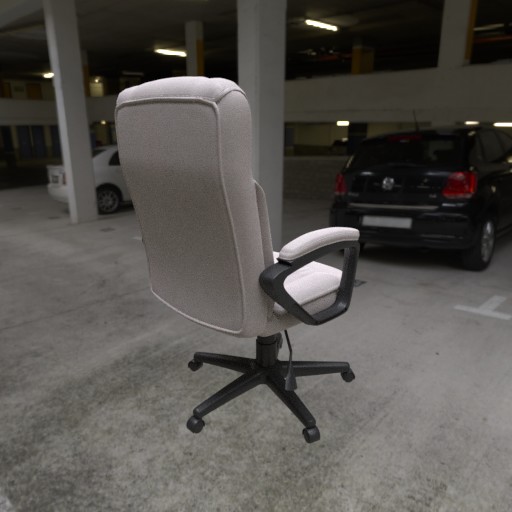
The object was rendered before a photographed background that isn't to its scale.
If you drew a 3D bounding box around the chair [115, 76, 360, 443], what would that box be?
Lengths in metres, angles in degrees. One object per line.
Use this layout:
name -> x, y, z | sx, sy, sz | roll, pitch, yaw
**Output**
chair -> 0.000, 0.000, 1.524 | 0.724, 1.105, 0.667 | -16, 23, -43
